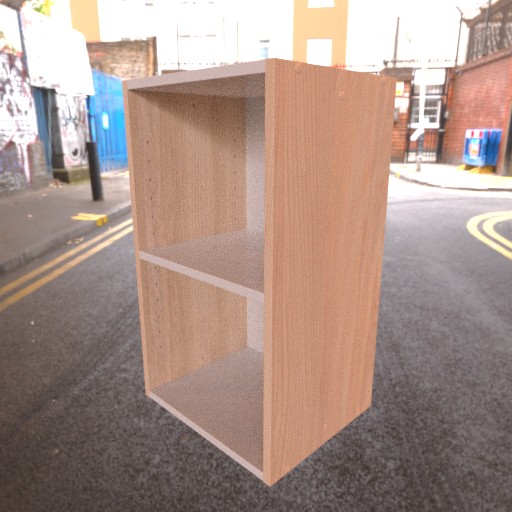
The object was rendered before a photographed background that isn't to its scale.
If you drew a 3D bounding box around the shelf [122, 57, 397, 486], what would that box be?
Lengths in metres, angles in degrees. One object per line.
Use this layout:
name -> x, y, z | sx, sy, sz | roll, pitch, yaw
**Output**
shelf -> 0.000, 0.000, 0.806 | 0.350, 0.600, 0.290 | 15, 22, 43
